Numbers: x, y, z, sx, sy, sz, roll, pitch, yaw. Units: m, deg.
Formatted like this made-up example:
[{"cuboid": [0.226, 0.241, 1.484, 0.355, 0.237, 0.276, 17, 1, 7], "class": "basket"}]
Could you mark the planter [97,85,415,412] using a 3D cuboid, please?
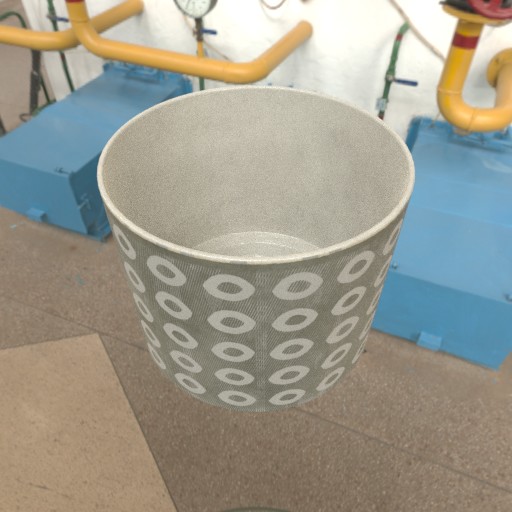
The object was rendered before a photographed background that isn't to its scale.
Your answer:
[{"cuboid": [0.000, 0.000, 0.336, 0.190, 0.181, 0.190, 0, 45, 0], "class": "planter"}]
